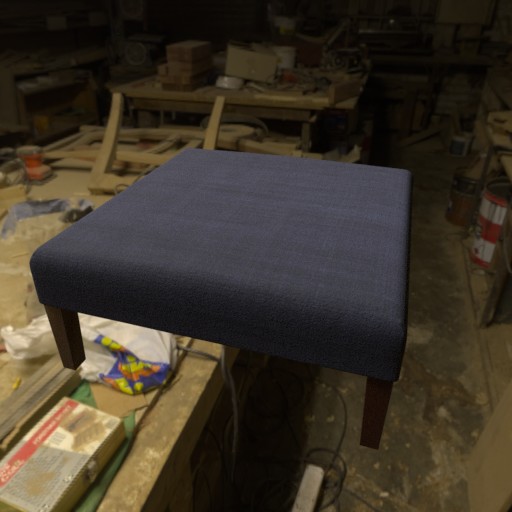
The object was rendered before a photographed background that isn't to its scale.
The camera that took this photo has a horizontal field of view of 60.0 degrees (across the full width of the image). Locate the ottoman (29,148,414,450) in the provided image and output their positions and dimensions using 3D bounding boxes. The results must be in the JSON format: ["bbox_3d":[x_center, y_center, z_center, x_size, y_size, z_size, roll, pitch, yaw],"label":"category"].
[{"bbox_3d":[0.000,0.000,1.390,0.890,0.411,0.889,9,32,15],"label":"ottoman"}]
